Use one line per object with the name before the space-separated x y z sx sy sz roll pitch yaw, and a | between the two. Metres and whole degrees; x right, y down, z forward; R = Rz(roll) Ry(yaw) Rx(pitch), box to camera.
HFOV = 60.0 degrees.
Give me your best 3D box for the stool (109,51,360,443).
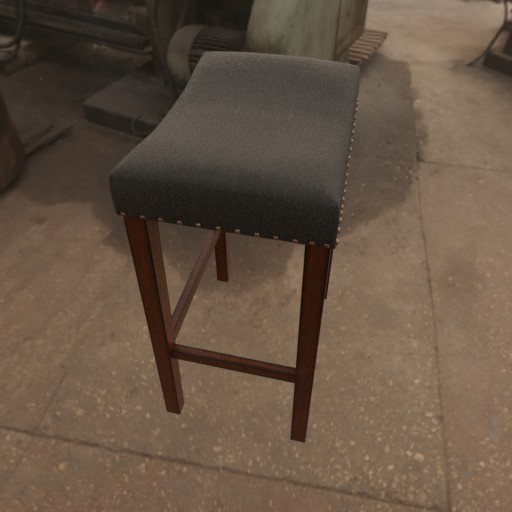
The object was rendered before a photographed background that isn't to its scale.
stool | 0.000 0.000 1.037 0.366 0.760 0.502 9 46 9
